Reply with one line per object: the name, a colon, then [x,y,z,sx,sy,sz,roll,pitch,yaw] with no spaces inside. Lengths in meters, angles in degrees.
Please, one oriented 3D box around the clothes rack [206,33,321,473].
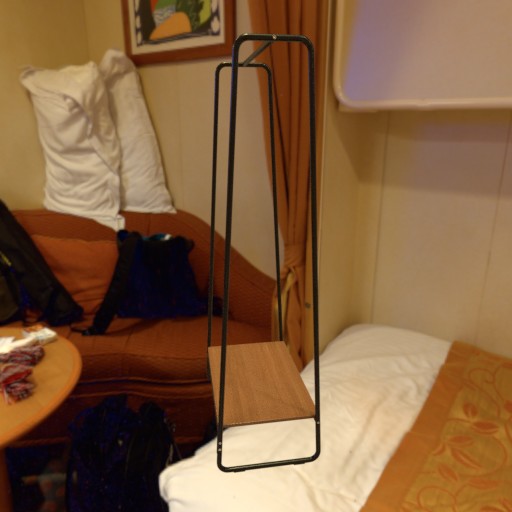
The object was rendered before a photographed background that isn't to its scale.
clothes rack: [0.000,0.000,1.768,0.400,1.500,0.640,-3,17,-9]
